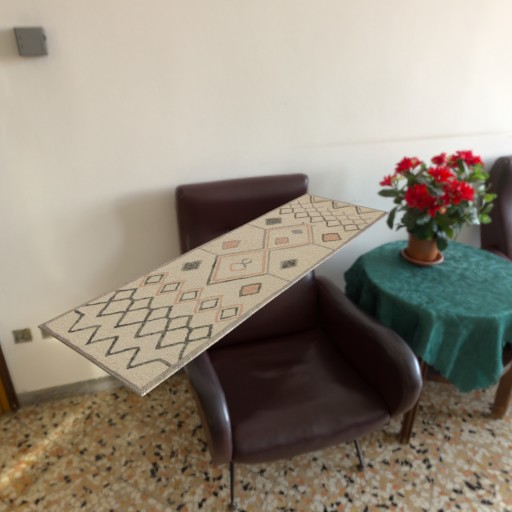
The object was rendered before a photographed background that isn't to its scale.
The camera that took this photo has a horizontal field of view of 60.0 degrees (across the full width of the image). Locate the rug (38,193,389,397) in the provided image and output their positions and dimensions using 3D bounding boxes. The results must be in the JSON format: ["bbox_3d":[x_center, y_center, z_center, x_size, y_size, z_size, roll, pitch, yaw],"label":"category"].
[{"bbox_3d":[0.000,0.000,2.759,0.750,0.011,2.435,19,32,33],"label":"rug"}]
